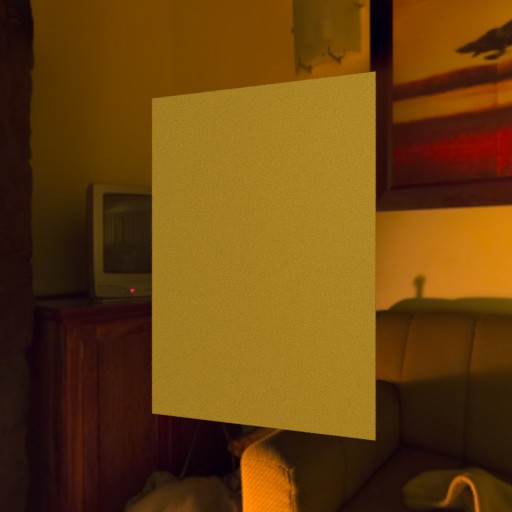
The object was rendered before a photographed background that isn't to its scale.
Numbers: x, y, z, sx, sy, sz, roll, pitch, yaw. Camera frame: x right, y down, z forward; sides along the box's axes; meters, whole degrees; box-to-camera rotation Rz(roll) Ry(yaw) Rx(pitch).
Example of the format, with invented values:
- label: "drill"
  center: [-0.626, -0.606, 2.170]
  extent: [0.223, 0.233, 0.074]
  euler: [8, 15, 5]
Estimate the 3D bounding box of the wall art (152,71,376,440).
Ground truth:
- label: "wall art"
  center: [0.000, 0.000, 0.623]
  extent: [0.325, 0.474, 0.010]
  euler: [0, 0, 18]
